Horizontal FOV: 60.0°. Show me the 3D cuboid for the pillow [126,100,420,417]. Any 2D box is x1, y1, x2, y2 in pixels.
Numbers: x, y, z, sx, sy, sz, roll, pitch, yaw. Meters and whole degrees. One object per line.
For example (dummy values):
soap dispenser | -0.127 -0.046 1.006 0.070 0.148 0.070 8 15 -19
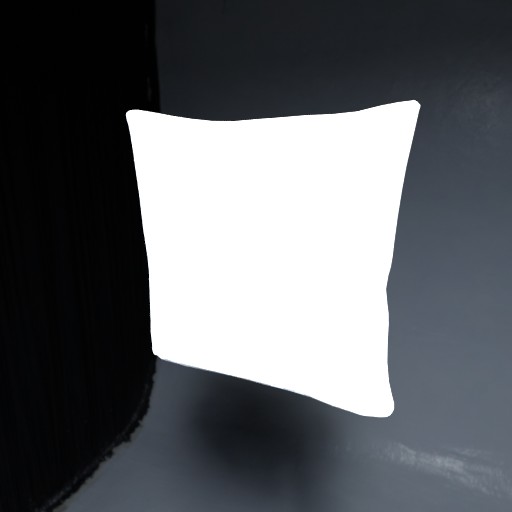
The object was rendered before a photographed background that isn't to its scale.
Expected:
pillow | 0.000 0.000 0.767 0.496 0.491 0.219 7 16 25
